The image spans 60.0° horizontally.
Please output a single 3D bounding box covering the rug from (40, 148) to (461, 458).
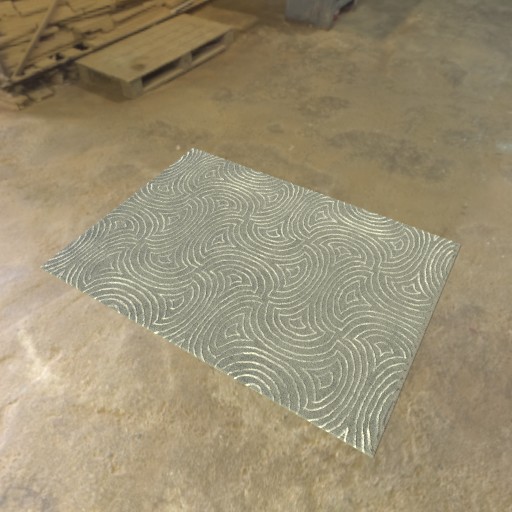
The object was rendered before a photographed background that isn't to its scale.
[{"bbox_3d":[0.000,0.000,2.771,2.144,0.015,1.543,24,51,21],"label":"rug"}]
